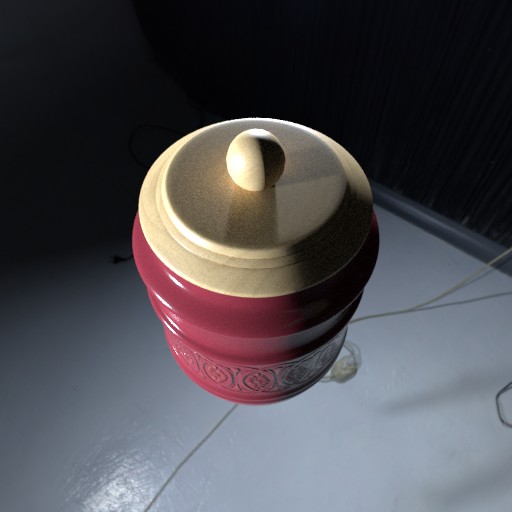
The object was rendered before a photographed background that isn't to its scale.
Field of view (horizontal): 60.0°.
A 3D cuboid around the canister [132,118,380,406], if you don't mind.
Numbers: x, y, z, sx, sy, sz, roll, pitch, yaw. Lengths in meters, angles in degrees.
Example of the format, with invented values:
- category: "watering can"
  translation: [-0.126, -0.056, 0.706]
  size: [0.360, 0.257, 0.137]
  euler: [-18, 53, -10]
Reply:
- category: "canister"
  translation: [0.000, 0.000, 0.259]
  size: [0.130, 0.176, 0.130]
  euler: [0, 56, 0]
